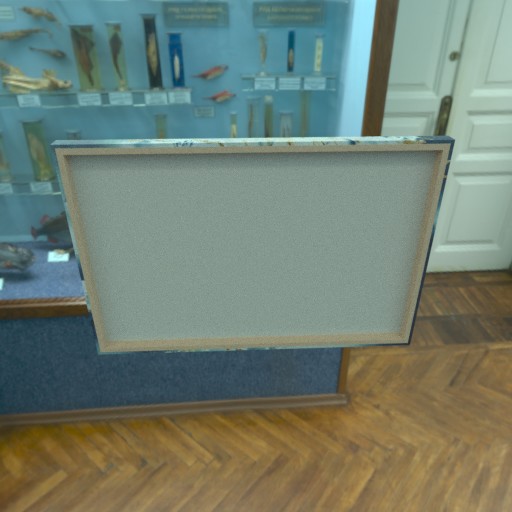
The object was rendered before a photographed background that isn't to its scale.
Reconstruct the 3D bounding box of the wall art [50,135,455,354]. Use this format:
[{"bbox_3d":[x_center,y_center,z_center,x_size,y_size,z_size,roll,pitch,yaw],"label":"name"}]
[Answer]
[{"bbox_3d":[0.000,0.000,1.162,0.912,0.608,0.038,-1,29,-2],"label":"wall art"}]
